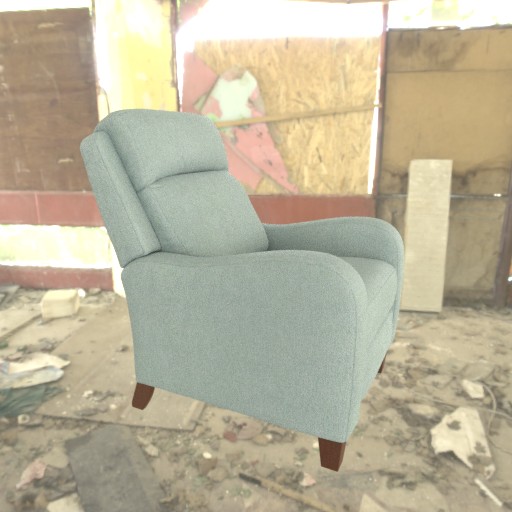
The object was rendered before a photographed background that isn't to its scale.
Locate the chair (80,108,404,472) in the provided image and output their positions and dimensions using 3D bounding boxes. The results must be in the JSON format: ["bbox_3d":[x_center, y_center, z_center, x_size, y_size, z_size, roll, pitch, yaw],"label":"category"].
[{"bbox_3d":[0.000,0.000,1.681,0.988,1.067,0.785,7,16,26],"label":"chair"}]
